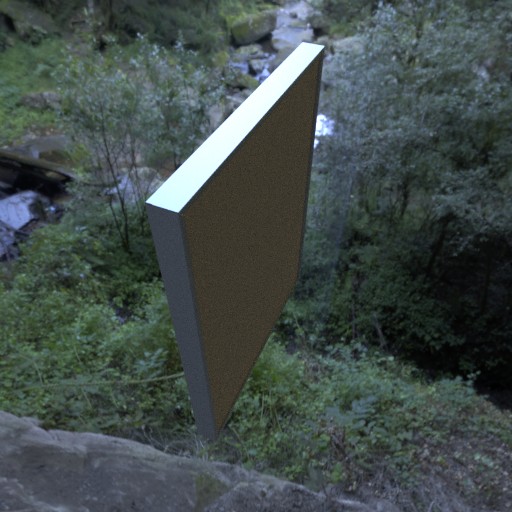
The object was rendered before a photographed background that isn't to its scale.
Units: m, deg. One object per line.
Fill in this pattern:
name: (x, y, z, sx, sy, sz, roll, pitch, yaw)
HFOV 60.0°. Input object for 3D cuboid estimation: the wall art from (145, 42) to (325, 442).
wall art: (0.000, 0.000, 0.766, 0.039, 0.553, 0.445, 18, 49, 17)
